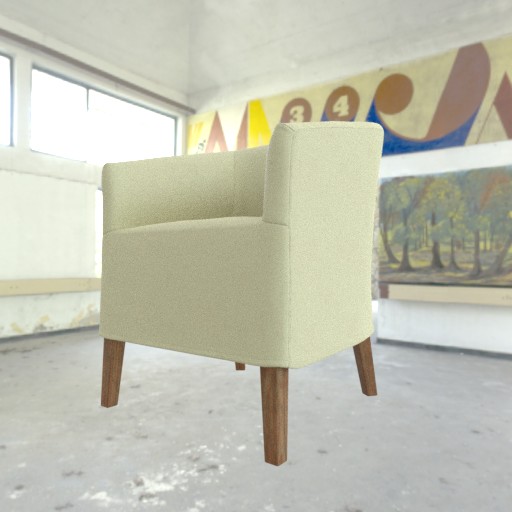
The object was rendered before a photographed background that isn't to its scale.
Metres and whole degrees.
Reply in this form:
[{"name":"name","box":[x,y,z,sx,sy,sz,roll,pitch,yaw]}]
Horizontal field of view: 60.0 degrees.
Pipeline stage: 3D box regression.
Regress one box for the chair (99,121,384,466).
[{"name":"chair","box":[0.000,0.000,1.288,0.643,0.822,0.657,0,-1,37]}]
